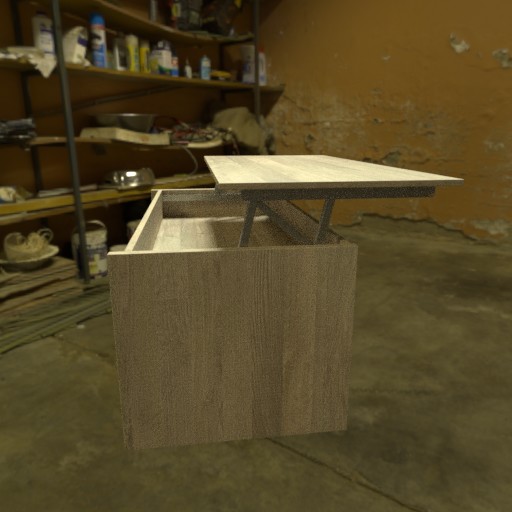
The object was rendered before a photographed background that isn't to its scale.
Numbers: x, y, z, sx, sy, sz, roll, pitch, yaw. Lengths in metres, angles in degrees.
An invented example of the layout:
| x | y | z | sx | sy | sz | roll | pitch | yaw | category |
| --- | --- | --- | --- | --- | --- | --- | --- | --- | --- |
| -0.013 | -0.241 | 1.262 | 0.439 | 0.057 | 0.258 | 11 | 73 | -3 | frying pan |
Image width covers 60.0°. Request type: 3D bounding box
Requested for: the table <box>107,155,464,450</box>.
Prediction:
| x | y | z | sx | sy | sz | roll | pitch | yaw | category |
| --- | --- | --- | --- | --- | --- | --- | --- | --- | --- |
| 0.000 | 0.000 | 1.403 | 0.712 | 0.570 | 1.000 | -2 | 16 | -8 | table |
